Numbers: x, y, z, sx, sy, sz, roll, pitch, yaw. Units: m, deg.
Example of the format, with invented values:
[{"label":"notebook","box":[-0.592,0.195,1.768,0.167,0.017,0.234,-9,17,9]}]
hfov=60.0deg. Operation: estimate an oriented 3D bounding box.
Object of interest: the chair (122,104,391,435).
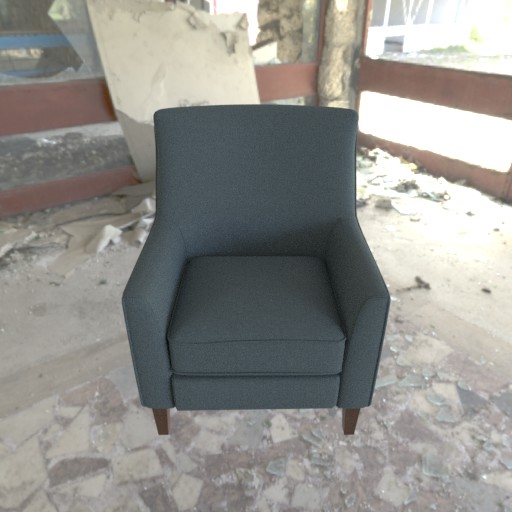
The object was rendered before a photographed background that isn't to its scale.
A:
[{"label":"chair","box":[0.000,0.000,1.604,0.756,0.916,0.879,0,30,0]}]
